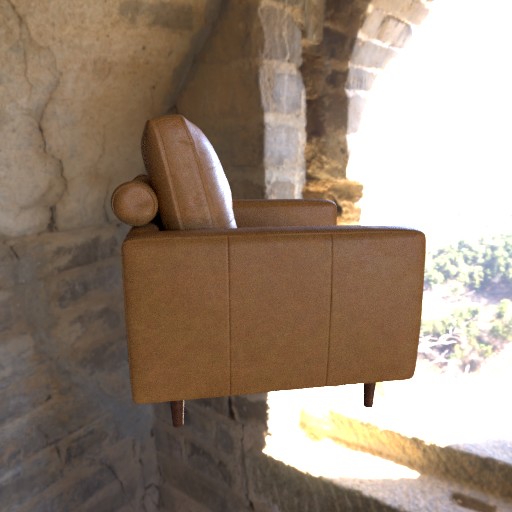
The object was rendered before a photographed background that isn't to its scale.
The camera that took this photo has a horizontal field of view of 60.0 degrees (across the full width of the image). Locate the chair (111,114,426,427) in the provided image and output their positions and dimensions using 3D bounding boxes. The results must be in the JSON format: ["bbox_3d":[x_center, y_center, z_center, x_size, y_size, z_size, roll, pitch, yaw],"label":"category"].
[{"bbox_3d":[0.000,0.000,1.530,0.868,0.896,0.831,-2,13,-9],"label":"chair"}]
